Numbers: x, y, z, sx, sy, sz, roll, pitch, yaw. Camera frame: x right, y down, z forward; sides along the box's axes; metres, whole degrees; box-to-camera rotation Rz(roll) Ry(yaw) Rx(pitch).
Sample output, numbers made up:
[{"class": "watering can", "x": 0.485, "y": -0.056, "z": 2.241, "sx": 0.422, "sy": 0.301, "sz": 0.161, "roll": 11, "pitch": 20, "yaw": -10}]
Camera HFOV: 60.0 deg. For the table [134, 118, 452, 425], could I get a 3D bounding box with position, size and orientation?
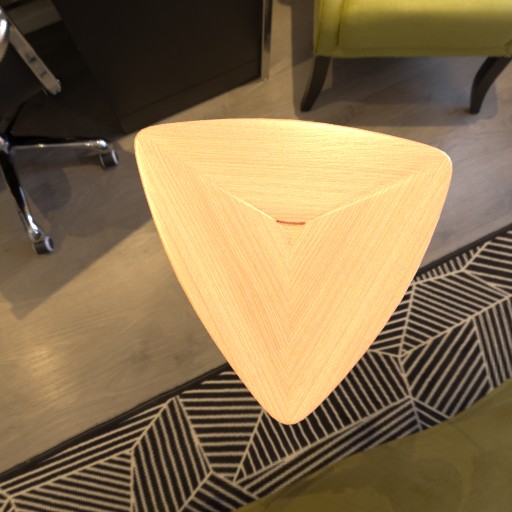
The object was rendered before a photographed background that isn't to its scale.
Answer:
[{"class": "table", "x": 0.000, "y": 0.000, "z": 0.877, "sx": 0.455, "sy": 0.564, "sz": 0.442, "roll": 33, "pitch": 79, "yaw": 7}]
